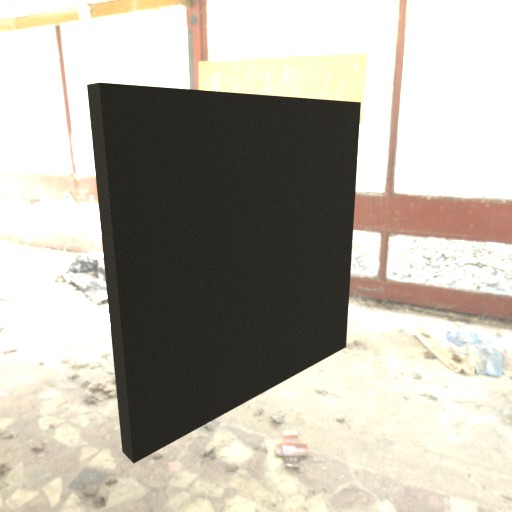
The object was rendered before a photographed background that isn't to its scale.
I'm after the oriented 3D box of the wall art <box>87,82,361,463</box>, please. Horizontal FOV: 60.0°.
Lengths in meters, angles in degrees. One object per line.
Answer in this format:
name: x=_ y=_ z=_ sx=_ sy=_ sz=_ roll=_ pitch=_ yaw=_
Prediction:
wall art: x=0.000 y=0.000 z=0.670 sx=0.462 sy=0.458 sz=0.030 roll=-14 pitch=21 yaw=-42
